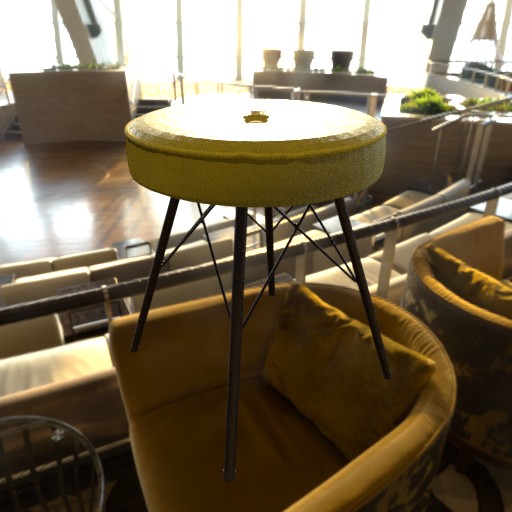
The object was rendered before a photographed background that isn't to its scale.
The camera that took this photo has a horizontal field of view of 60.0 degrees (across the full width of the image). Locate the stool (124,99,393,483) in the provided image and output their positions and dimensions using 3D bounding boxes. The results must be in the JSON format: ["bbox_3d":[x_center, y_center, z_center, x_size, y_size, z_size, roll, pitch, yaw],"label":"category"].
[{"bbox_3d":[0.000,0.000,0.816,0.409,0.508,0.409,-19,33,-31],"label":"stool"}]
